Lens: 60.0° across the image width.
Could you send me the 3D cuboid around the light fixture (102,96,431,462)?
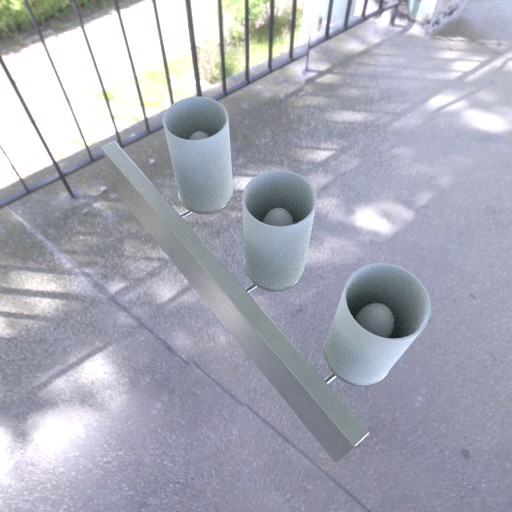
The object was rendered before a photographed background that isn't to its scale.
[{"bbox_3d":[0.000,0.000,0.534,0.145,0.172,0.451,-34,64,-19],"label":"light fixture"}]
